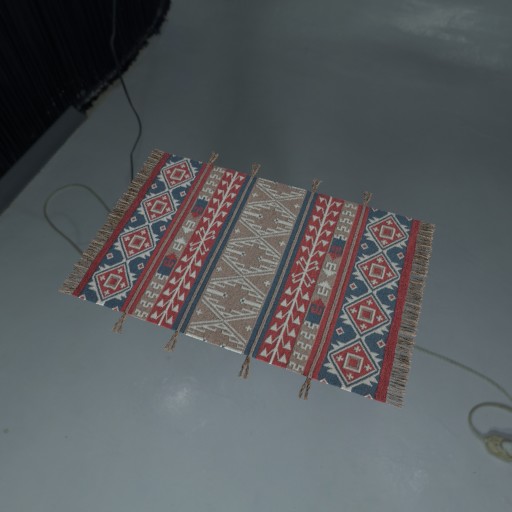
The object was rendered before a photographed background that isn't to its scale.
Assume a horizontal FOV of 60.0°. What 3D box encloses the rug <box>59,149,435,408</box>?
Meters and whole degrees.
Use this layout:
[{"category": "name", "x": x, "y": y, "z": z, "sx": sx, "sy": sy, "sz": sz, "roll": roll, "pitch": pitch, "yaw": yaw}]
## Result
[{"category": "rug", "x": 0.000, "y": 0.000, "z": 2.712, "sx": 2.025, "sy": 0.040, "sz": 1.469, "roll": 17, "pitch": 59, "yaw": 10}]
